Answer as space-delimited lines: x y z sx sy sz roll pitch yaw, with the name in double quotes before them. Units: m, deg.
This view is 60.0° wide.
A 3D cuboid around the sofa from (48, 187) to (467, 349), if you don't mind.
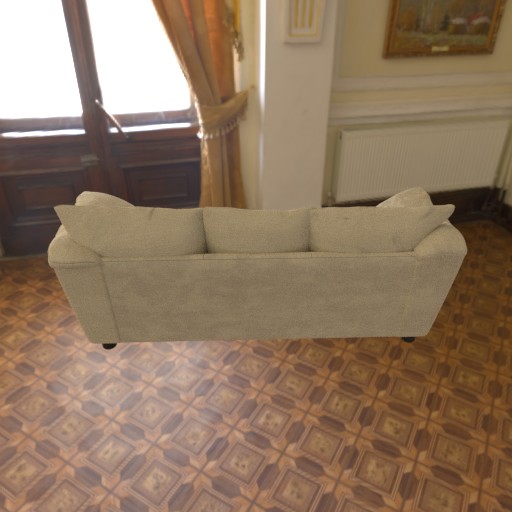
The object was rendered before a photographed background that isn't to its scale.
"sofa" 0.000 0.000 2.852 2.377 0.981 0.893 -1 31 -2
